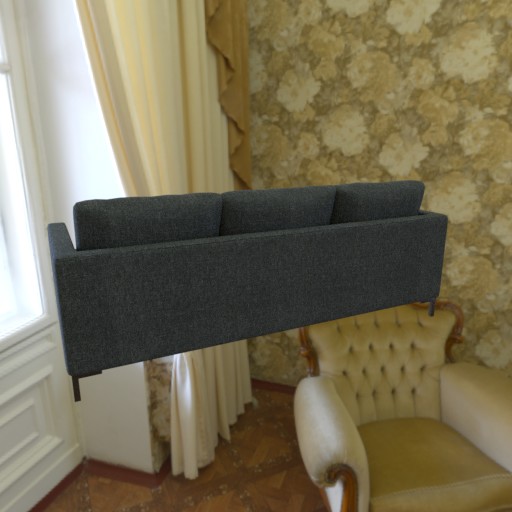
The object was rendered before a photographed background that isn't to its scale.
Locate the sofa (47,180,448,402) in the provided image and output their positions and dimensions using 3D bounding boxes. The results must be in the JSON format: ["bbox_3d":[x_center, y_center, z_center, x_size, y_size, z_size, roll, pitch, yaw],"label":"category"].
[{"bbox_3d":[0.000,0.000,2.659,2.218,0.874,0.859,-7,17,-25],"label":"sofa"}]
